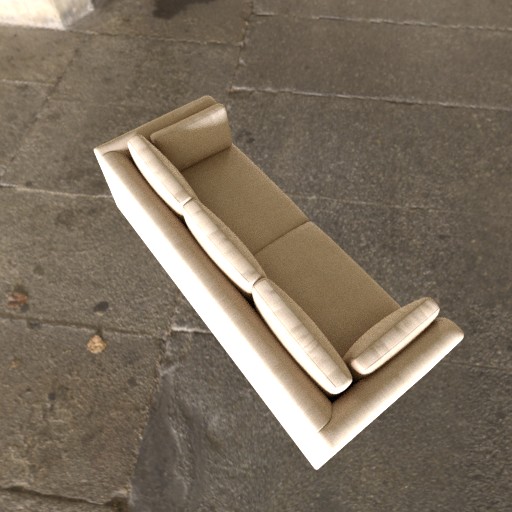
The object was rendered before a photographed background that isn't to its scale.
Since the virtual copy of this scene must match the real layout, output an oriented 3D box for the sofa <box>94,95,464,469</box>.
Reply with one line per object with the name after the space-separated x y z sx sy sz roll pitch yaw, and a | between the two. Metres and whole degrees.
0.000 0.000 2.936 0.969 0.867 2.415 -33 63 -19 | sofa
